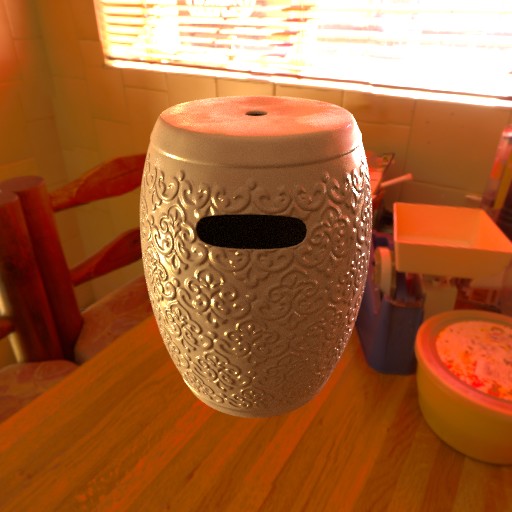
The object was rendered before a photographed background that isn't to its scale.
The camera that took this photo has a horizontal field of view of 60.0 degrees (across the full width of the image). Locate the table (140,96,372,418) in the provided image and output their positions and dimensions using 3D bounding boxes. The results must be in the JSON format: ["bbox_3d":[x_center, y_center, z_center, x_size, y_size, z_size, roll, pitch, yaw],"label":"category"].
[{"bbox_3d":[0.000,0.000,0.627,0.309,0.397,0.309,0,30,0],"label":"table"}]
